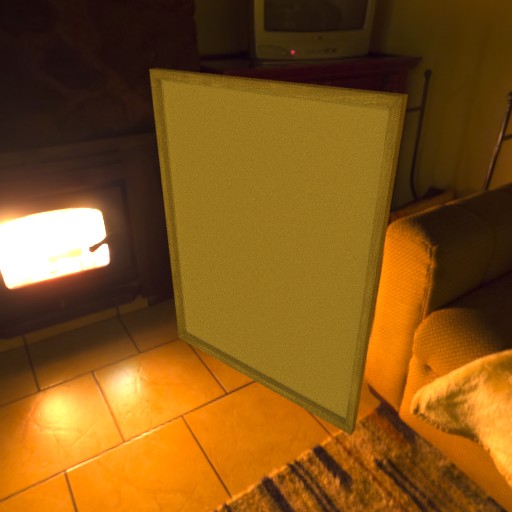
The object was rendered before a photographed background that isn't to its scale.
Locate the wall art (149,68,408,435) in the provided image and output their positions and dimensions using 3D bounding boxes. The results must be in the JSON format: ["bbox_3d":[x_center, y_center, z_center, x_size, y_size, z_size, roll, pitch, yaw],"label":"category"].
[{"bbox_3d":[0.000,0.000,1.370,0.781,1.022,0.035,20,35,32],"label":"wall art"}]
